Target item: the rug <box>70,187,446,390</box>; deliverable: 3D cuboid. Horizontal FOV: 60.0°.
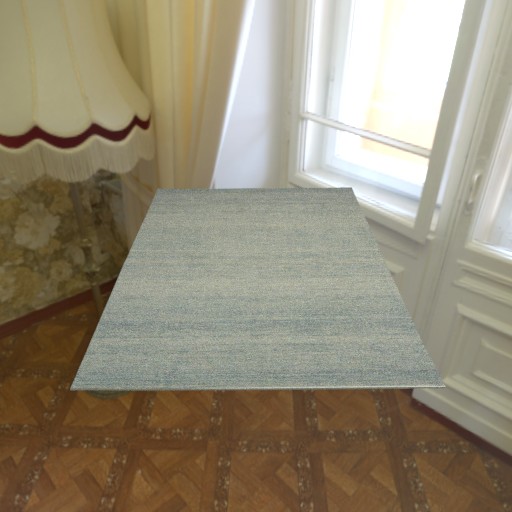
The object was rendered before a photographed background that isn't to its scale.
[{"bbox_3d":[0.000,0.000,4.247,2.461,0.046,3.237,0,32,0],"label":"rug"}]
